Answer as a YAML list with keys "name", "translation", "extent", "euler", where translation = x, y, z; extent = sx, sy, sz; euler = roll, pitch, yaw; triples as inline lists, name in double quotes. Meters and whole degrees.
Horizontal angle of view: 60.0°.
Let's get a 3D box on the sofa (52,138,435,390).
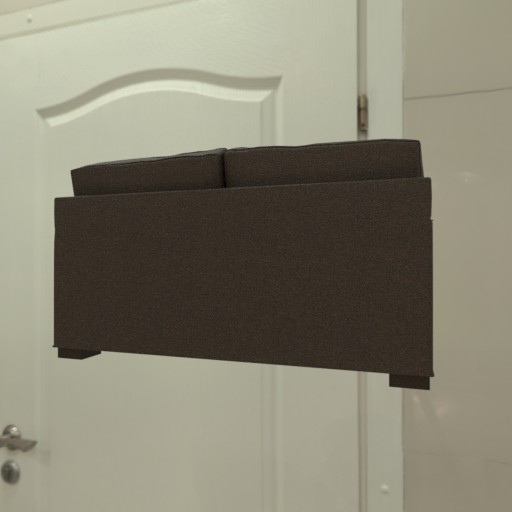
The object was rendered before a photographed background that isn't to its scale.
- name: "sofa"
  translation: [0.000, 0.000, 2.128]
  extent: [1.534, 0.887, 0.974]
  euler: [0, 0, 18]
